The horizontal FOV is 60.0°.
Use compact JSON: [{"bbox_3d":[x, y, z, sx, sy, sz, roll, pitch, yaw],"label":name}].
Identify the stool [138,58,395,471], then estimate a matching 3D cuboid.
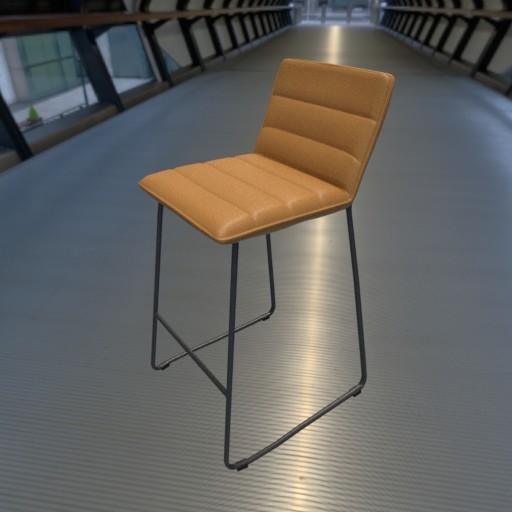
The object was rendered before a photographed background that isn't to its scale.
[{"bbox_3d":[0.000,0.000,1.210,0.524,0.936,0.489,-21,36,-31],"label":"stool"}]
